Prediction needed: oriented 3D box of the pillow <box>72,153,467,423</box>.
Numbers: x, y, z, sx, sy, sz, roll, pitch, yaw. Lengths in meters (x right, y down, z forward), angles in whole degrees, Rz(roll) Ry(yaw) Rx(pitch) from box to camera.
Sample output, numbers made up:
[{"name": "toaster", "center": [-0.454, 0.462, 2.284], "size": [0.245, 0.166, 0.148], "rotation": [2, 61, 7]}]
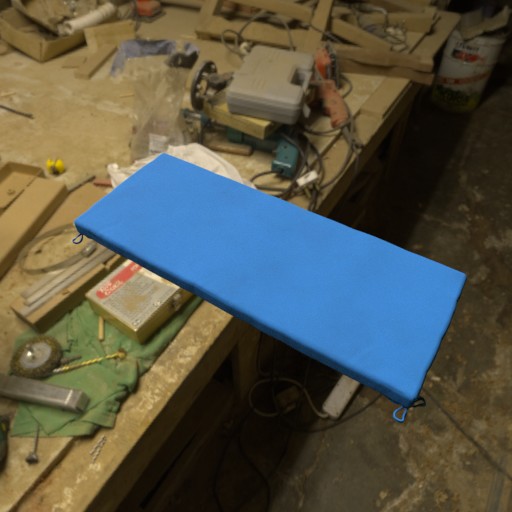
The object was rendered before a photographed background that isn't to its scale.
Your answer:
[{"name": "pillow", "center": [0.000, 0.000, 1.364], "size": [1.187, 0.081, 0.492], "rotation": [25, 52, 21]}]
